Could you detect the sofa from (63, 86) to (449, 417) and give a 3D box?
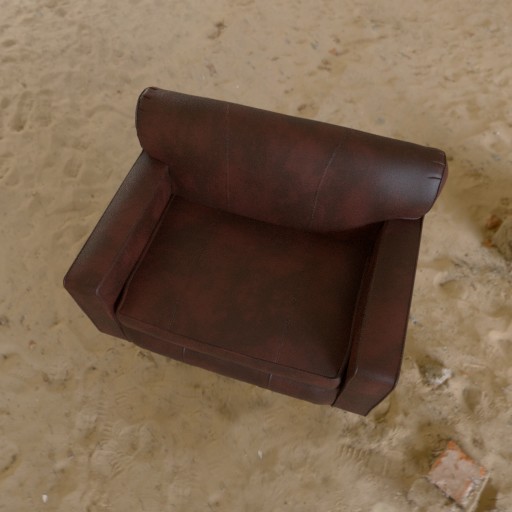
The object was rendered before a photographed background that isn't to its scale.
[{"bbox_3d":[0.000,0.000,2.056,1.413,0.956,1.000,15,60,9],"label":"sofa"}]
